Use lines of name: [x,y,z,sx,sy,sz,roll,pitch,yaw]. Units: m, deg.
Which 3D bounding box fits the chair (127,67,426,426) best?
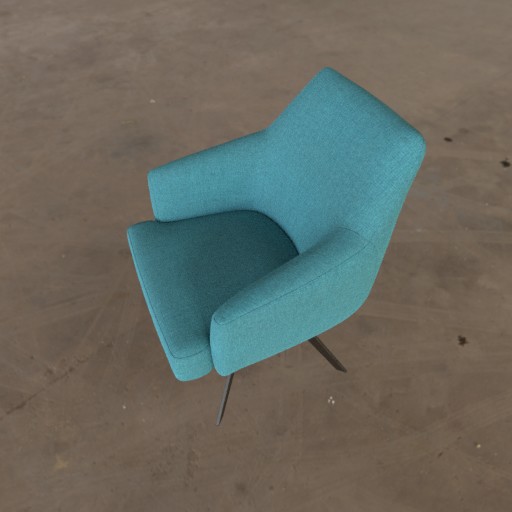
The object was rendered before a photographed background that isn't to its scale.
chair: [0.000,0.000,1.314,0.677,0.874,0.642,-17,48,-16]
